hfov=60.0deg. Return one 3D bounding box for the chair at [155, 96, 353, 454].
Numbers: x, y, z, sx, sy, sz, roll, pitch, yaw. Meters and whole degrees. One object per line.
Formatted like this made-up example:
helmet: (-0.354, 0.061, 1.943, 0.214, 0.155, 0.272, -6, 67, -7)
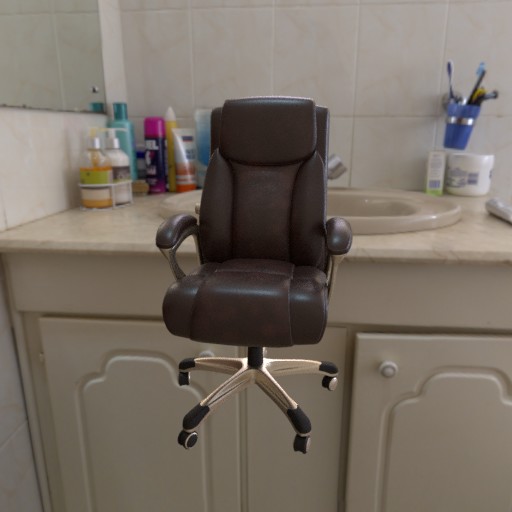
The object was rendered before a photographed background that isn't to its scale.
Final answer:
chair: (0.000, 0.000, 1.675, 0.692, 1.194, 0.749, 2, 15, 8)
